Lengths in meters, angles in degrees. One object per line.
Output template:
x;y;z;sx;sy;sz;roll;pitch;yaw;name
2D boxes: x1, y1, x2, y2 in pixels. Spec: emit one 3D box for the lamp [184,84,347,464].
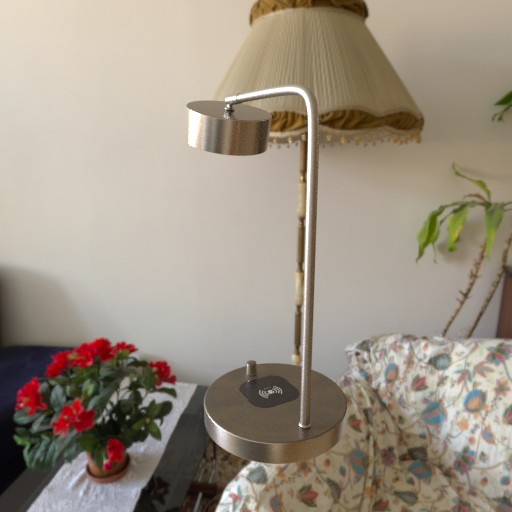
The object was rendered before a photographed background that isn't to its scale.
0.000;0.000;0.663;0.211;0.469;0.334;-7;16;-27;lamp
